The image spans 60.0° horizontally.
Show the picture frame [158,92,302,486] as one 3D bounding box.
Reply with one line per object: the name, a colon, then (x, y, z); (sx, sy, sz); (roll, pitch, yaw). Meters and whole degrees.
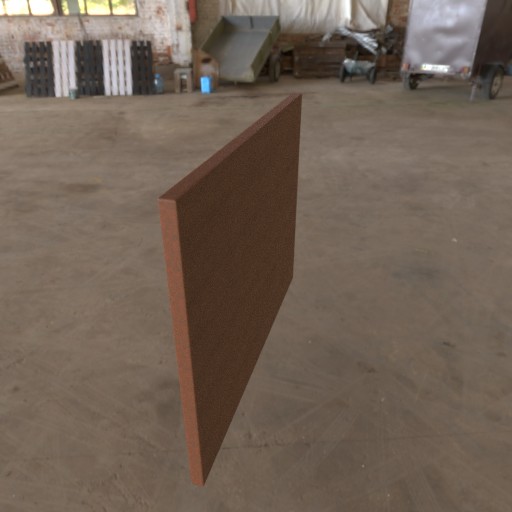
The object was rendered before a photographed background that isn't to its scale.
picture frame: (0.000, 0.000, 1.763); (0.045, 1.018, 1.329); (9, 31, 15)
